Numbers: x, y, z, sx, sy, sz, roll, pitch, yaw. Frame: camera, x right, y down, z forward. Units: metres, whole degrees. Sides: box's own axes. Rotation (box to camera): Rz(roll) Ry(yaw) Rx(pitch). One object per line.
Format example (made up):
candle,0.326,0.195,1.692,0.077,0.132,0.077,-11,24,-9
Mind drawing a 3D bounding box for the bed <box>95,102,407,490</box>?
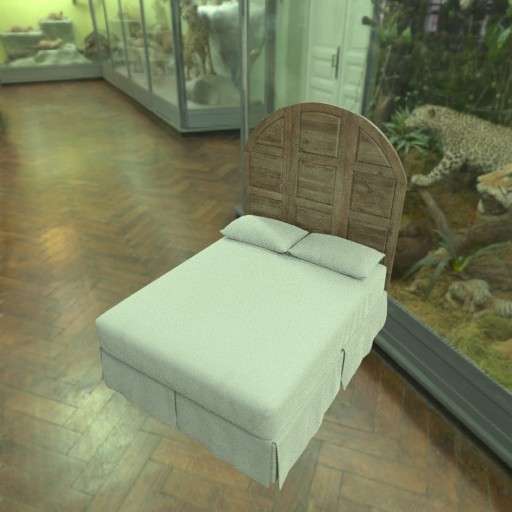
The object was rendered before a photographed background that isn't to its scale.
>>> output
bed,0.000,0.000,3.484,1.713,2.002,2.112,18,34,29
